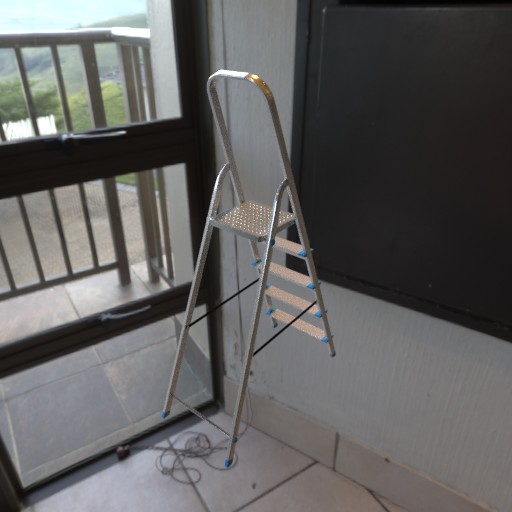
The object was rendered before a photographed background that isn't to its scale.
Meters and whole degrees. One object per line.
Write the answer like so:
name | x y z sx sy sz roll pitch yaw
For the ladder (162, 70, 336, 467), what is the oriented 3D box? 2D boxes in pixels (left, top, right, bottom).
ladder | 0.000 0.000 2.100 0.468 1.648 0.990 22 36 33
